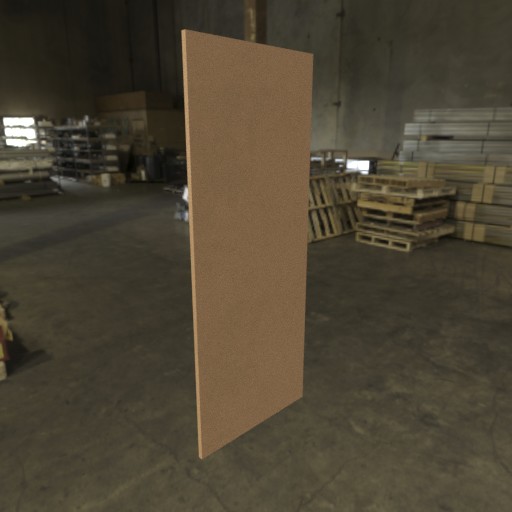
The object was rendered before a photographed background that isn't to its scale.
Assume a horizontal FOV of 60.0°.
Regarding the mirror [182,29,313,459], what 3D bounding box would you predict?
[{"bbox_3d":[0.000,0.000,2.315,0.812,2.031,0.026,-15,21,-43],"label":"mirror"}]
